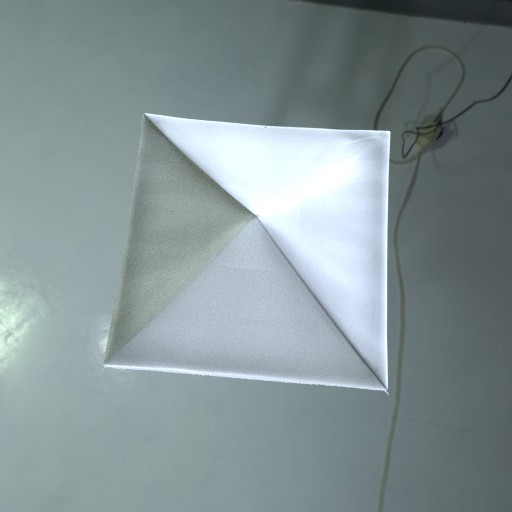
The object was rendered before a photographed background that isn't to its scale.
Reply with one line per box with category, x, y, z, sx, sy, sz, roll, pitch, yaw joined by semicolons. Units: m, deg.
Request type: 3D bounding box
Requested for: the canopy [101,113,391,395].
canopy;0.000;0.000;5.493;2.994;2.998;2.996;5;76;1
